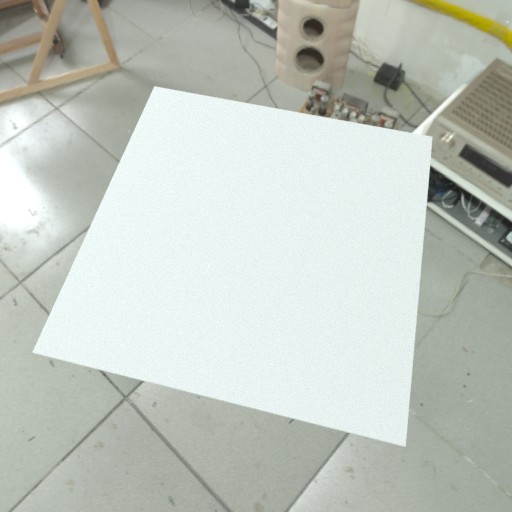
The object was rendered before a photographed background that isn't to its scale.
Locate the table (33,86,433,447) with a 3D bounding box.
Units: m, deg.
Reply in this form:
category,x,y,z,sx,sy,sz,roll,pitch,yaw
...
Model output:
category,x,y,z,sx,sy,sz,roll,pitch,yaw
table,0.000,0.000,1.342,0.890,0.305,0.890,12,65,6
